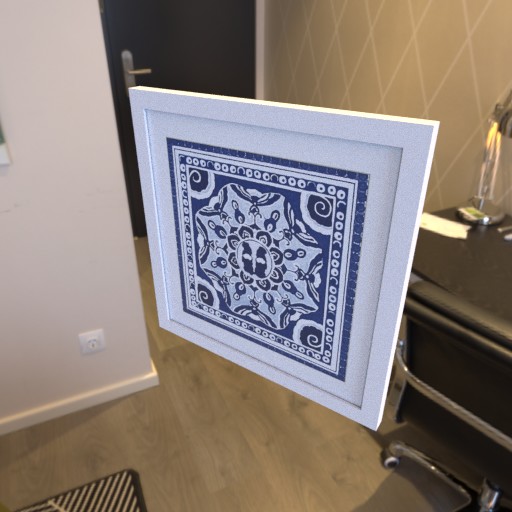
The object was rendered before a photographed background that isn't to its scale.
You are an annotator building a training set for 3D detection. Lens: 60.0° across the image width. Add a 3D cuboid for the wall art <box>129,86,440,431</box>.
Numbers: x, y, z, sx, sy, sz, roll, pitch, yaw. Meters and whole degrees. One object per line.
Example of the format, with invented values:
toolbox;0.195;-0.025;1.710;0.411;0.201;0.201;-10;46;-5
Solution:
wall art;0.000;0.000;0.838;0.559;0.559;0.028;18;34;29
